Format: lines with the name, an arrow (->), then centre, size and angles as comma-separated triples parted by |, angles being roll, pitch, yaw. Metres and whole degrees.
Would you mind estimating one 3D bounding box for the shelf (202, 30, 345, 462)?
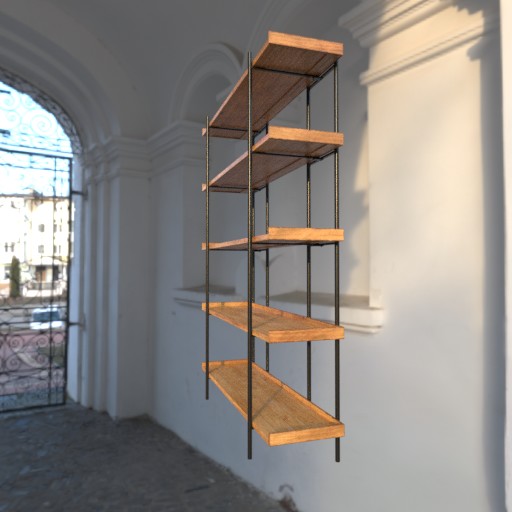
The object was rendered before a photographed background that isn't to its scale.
shelf -> 0.000, 0.000, 2.484 | 0.379, 1.826, 1.371 | 0, -1, -18
